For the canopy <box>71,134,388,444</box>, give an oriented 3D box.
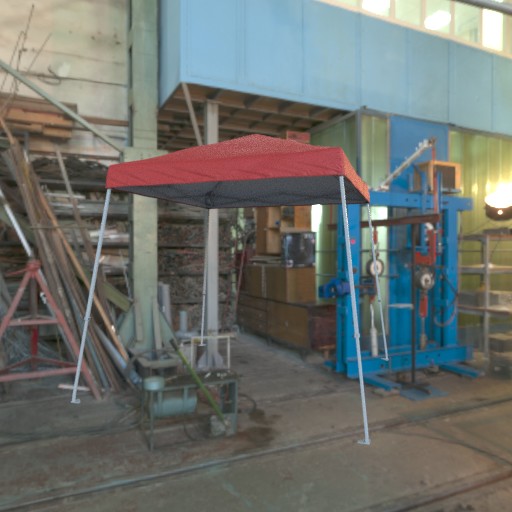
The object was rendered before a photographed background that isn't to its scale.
[{"bbox_3d":[0.000,0.000,6.569,3.600,3.600,3.599,0,1,19],"label":"canopy"}]
